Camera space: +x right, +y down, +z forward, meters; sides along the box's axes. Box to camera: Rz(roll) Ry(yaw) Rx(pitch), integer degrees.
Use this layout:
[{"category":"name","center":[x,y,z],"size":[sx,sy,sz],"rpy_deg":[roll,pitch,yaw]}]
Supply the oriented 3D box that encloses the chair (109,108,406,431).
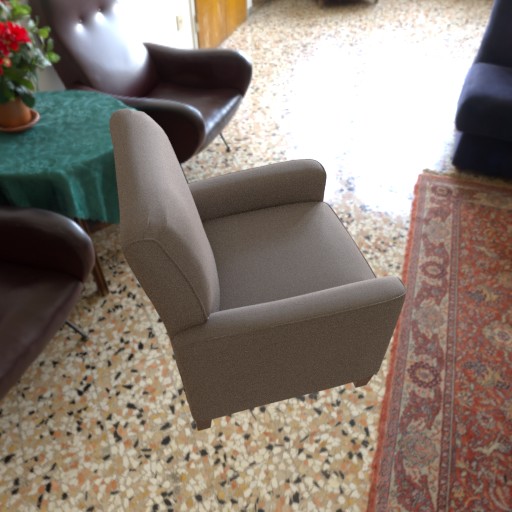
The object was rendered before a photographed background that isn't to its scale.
[{"category":"chair","center":[0.000,0.000,1.680],"size":[0.859,1.023,0.845],"rpy_deg":[-11,46,-11]}]
